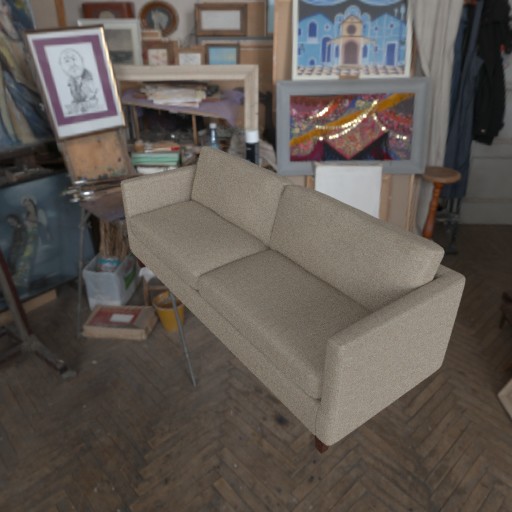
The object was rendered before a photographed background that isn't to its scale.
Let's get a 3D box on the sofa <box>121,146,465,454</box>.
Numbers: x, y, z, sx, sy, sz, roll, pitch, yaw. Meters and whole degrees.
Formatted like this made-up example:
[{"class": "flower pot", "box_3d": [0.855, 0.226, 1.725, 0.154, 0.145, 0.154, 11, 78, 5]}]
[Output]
[{"class": "sofa", "box_3d": [0.000, 0.000, 3.014, 0.951, 0.965, 2.434, -20, 36, -31]}]
